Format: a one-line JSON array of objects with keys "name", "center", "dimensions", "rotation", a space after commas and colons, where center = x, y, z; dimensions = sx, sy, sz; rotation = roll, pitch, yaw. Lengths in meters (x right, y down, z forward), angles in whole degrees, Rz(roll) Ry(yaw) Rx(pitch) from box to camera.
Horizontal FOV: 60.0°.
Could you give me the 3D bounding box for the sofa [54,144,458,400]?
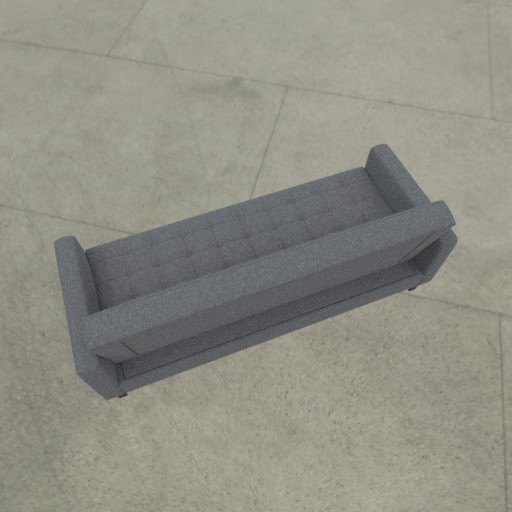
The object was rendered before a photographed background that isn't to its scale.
[{"name": "sofa", "center": [0.000, 0.000, 2.499], "dimensions": [2.040, 0.850, 0.810], "rotation": [-18, 60, -11]}]
